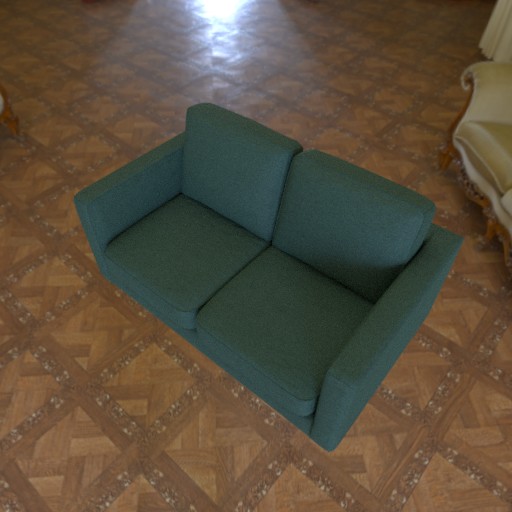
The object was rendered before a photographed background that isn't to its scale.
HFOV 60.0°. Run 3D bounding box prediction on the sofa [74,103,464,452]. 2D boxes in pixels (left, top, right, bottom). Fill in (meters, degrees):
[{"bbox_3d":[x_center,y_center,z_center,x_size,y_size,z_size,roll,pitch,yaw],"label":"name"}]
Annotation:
[{"bbox_3d":[0.000,0.000,2.006,1.430,0.899,0.879,31,54,26],"label":"sofa"}]
